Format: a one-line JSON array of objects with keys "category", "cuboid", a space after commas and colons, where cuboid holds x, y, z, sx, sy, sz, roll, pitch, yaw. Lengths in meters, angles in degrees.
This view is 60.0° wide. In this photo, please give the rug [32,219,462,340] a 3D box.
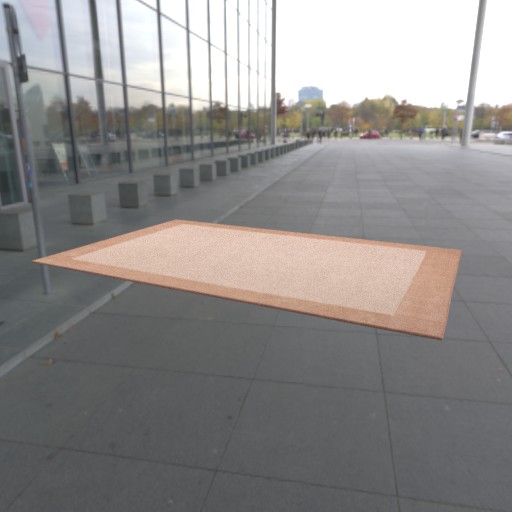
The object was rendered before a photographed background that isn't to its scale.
[{"category": "rug", "cuboid": [0.000, 0.000, 2.955, 2.438, 0.014, 1.524, 8, 18, 26]}]
